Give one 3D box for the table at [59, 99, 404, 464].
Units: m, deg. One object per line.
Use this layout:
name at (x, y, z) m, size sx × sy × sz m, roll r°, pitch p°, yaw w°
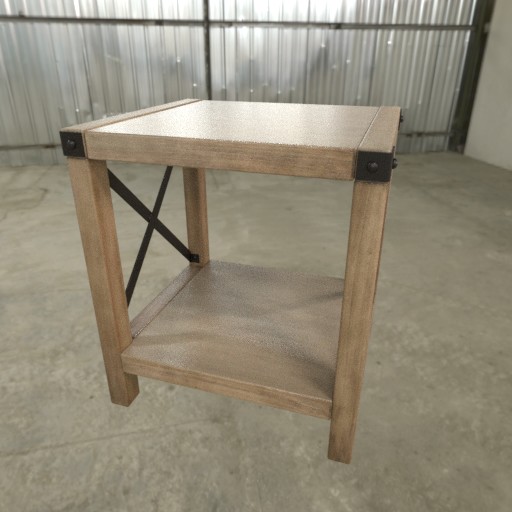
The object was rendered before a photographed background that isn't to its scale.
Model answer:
table at (0.000, 0.000, 0.921) m, size 0.510 × 0.561 × 0.459 m, roll 8°, pitch 27°, yaw 16°
